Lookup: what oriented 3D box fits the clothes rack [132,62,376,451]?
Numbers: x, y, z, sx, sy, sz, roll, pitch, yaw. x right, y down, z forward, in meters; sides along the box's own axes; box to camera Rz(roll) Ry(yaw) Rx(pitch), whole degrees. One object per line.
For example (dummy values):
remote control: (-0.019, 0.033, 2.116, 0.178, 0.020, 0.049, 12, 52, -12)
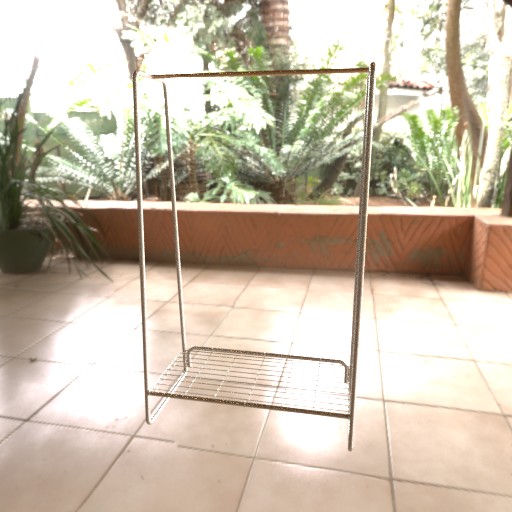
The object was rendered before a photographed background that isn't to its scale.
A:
clothes rack: (0.000, 0.000, 1.927, 0.900, 1.500, 0.495, 3, 15, 11)
